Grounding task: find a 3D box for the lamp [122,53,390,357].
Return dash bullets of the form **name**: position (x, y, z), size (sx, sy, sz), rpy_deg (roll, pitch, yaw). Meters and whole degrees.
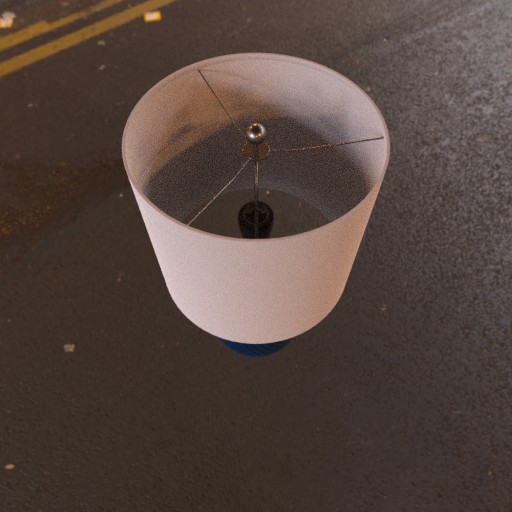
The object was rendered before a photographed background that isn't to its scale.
- **lamp**: position (0.000, 0.000, 0.490), size (0.203, 0.368, 0.203), rpy_deg (-1, 58, 0)
